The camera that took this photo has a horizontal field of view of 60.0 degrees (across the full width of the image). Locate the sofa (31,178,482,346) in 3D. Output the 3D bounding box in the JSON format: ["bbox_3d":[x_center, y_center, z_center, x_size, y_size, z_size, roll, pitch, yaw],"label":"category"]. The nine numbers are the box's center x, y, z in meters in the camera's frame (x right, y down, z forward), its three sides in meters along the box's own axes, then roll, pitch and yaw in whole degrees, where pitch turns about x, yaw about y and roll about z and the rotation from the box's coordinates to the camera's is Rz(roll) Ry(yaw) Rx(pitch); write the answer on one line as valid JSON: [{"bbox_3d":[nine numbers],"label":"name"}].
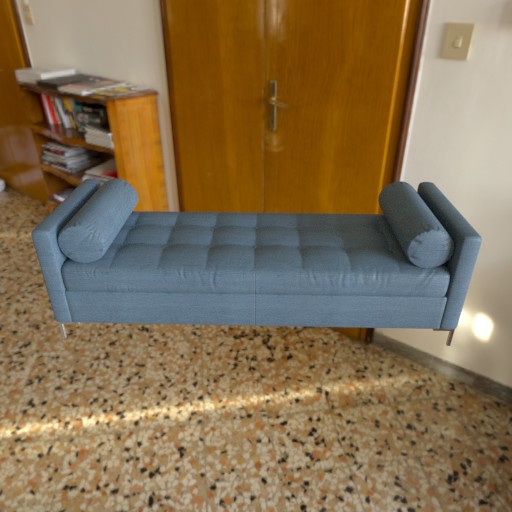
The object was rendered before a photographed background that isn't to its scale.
[{"bbox_3d":[0.000,0.000,2.373,1.981,0.635,0.686,1,30,1],"label":"sofa"}]
